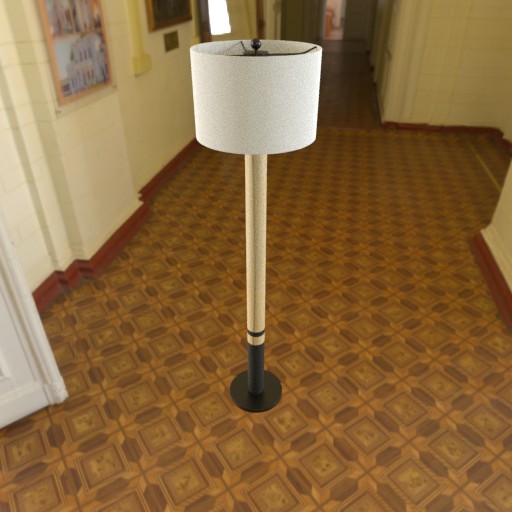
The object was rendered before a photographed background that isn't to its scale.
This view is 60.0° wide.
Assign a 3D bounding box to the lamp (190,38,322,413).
[{"bbox_3d":[0.000,0.000,1.665,0.381,1.478,0.381,-20,37,-28],"label":"lamp"}]
